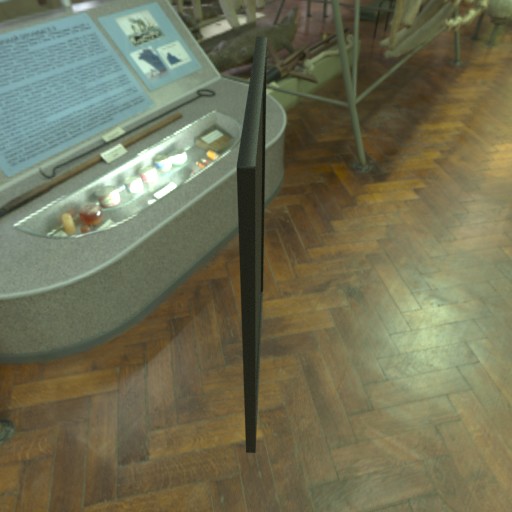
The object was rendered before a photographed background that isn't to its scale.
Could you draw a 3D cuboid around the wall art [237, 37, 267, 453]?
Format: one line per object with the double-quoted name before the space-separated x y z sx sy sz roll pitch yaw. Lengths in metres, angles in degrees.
"wall art" 0.000 0.000 0.559 0.013 0.431 0.303 2 42 2
